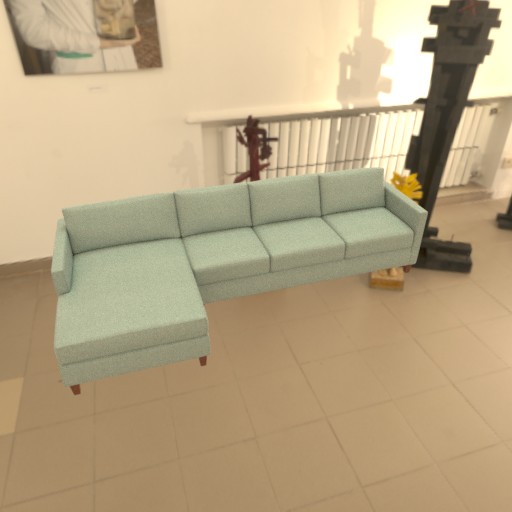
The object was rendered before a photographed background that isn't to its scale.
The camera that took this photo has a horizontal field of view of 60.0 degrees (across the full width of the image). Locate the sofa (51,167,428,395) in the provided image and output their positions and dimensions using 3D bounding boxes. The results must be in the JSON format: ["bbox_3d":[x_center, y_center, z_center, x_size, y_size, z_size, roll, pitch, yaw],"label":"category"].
[{"bbox_3d":[0.000,0.000,4.142,3.470,0.953,1.600,-10,34,-15],"label":"sofa"}]
